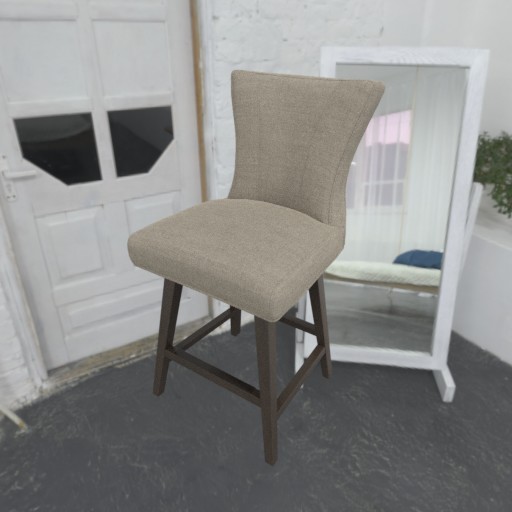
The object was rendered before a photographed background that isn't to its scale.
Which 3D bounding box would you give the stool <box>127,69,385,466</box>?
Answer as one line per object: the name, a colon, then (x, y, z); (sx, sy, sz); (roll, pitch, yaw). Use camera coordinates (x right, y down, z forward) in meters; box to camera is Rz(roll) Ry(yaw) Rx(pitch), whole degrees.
stool: (0.000, 0.000, 1.363); (0.514, 1.000, 0.574); (18, 34, 30)
